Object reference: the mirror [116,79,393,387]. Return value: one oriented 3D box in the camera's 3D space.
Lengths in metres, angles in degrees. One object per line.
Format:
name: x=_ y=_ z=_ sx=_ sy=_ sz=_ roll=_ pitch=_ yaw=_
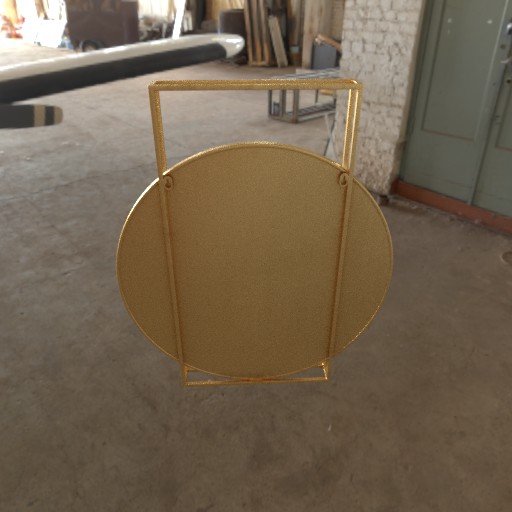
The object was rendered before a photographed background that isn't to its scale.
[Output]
mirror: x=0.000 y=0.000 z=0.817 sx=0.508 sy=0.603 sz=0.051 roll=-1 pitch=30 yaw=-2
